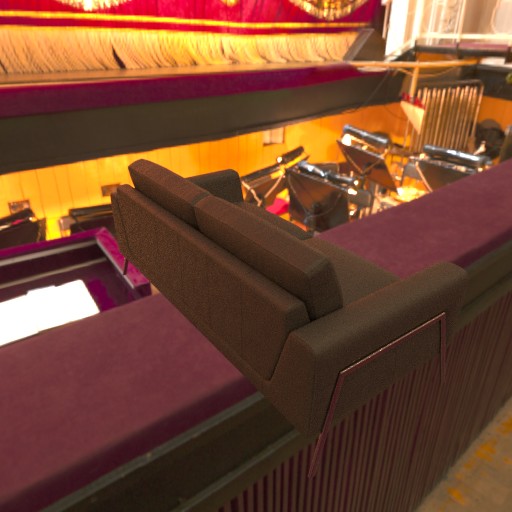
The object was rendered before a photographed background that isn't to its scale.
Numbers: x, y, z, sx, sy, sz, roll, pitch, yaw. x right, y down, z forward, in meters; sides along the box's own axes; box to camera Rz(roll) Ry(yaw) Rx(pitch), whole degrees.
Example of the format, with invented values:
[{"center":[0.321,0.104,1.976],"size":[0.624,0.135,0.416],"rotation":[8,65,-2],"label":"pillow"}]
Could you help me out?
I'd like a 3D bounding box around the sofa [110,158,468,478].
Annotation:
[{"center":[0.000,0.000,2.537],"size":[0.953,0.875,2.017],"rotation":[-19,33,-31],"label":"sofa"}]
